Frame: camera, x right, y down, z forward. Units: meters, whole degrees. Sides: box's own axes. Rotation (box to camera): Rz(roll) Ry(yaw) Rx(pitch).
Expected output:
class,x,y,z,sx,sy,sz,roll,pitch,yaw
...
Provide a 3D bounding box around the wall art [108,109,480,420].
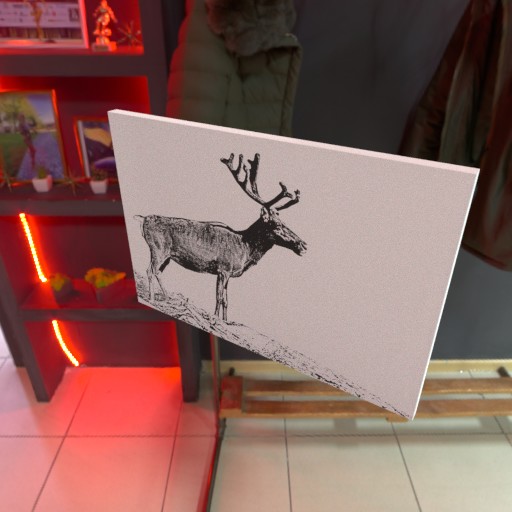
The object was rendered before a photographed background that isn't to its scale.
class,x,y,z,sx,sy,sz,roll,pitch,yaw
wall art,0.000,0.000,1.127,0.906,0.617,0.033,18,34,27
